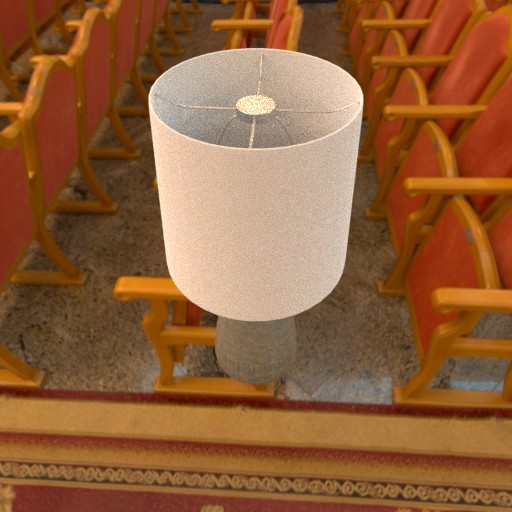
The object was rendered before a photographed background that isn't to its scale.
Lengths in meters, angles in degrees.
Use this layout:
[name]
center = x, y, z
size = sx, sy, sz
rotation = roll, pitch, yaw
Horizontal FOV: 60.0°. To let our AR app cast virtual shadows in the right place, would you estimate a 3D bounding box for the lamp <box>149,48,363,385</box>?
[lamp]
center = 0.000, 0.000, 0.475
size = 0.186, 0.369, 0.186
rotation = 0, 46, 0
